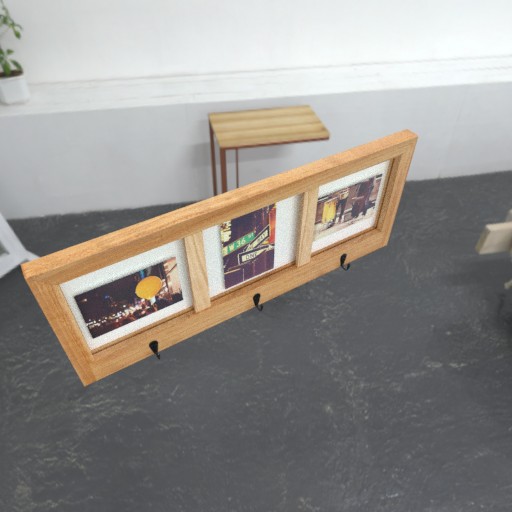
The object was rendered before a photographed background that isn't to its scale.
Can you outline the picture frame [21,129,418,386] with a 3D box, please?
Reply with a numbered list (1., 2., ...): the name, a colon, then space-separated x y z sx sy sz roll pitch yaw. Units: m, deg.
1. picture frame: 0.000 0.000 0.667 0.582 0.234 0.045 -23 49 -21
